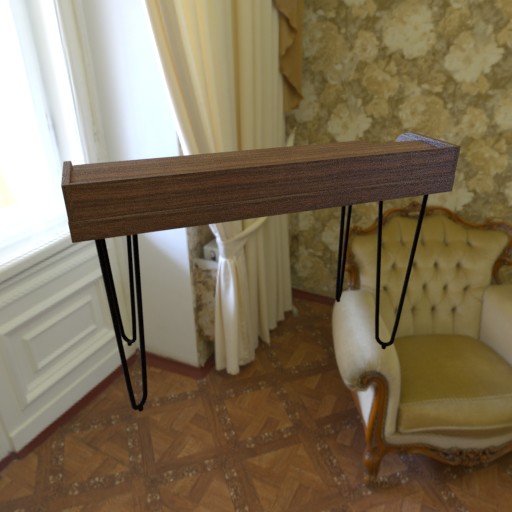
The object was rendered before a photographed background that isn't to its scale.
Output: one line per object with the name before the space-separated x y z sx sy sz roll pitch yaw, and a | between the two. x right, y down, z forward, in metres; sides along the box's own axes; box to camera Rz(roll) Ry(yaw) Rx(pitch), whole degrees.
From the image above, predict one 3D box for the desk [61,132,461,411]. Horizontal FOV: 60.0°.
desk | 0.000 0.000 1.672 1.200 0.854 0.565 -9 28 -18
